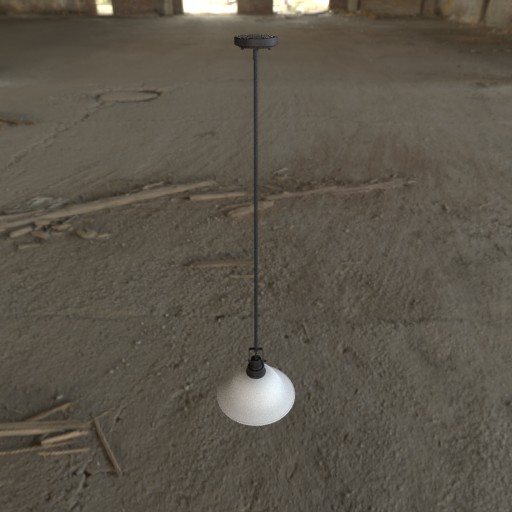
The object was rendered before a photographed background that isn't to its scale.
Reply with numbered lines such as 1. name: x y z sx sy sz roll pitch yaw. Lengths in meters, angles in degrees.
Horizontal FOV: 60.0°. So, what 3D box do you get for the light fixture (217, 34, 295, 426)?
1. light fixture: 0.000 0.000 1.501 0.324 1.337 0.324 1 31 1
